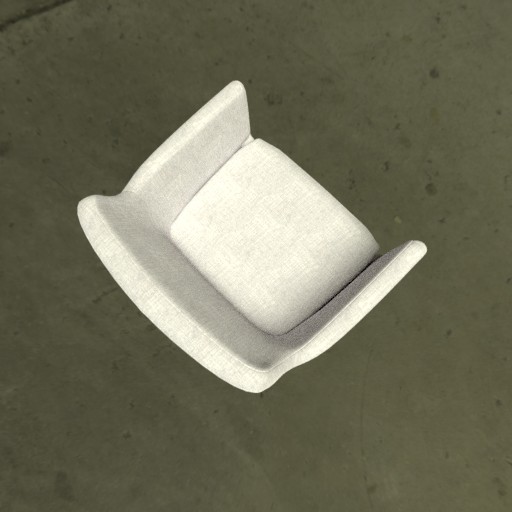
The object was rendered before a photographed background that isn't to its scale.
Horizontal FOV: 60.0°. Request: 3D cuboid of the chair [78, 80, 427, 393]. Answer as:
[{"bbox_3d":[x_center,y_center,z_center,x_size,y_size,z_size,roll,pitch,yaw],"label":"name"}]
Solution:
[{"bbox_3d":[0.000,0.000,1.148,0.570,0.780,0.540,44,80,10],"label":"chair"}]
